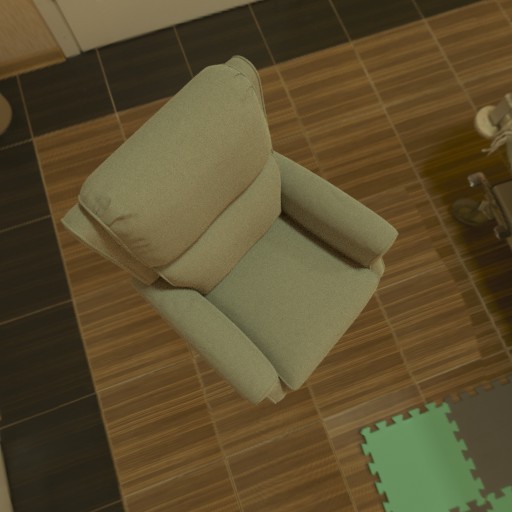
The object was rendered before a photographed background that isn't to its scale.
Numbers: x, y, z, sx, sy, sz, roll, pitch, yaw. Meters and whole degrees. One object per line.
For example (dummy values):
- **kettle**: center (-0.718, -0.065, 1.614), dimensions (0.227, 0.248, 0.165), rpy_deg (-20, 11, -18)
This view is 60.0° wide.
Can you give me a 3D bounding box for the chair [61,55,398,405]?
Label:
- **chair**: center (0.000, 0.000, 1.743), dimensions (0.919, 1.046, 0.859), rpy_deg (40, 78, 10)
